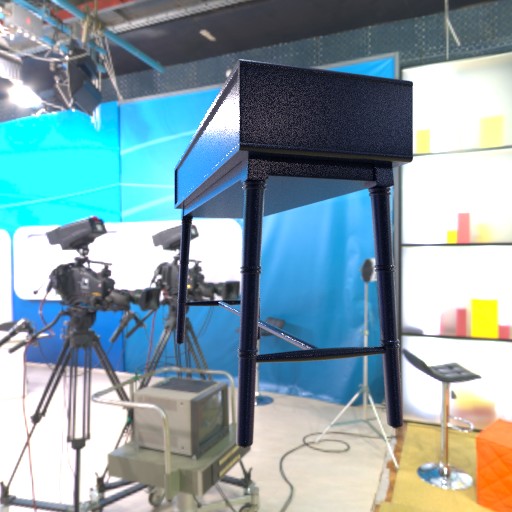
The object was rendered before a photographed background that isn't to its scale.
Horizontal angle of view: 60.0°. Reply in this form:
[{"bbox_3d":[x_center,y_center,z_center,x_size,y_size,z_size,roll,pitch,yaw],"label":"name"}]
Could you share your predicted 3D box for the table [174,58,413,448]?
[{"bbox_3d":[0.000,0.000,1.423,0.399,0.749,1.118,0,0,-17],"label":"table"}]
